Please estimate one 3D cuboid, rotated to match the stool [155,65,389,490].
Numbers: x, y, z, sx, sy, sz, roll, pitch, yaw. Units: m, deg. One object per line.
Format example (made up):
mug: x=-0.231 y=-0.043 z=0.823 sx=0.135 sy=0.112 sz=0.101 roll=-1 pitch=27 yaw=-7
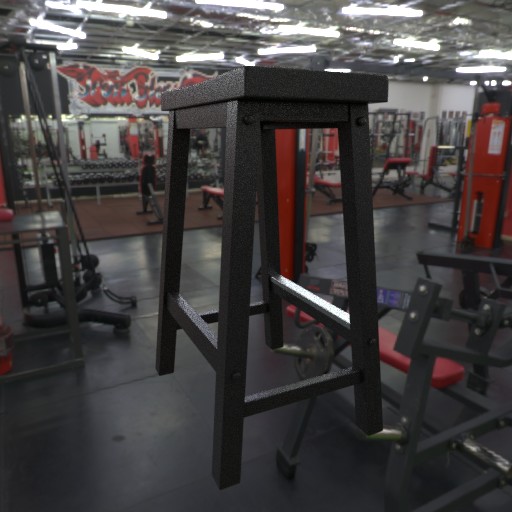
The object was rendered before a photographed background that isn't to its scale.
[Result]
stool: x=0.000 y=0.000 z=0.841 sx=0.322 sy=0.610 sz=0.406 roll=-7 pitch=17 yaw=-25
